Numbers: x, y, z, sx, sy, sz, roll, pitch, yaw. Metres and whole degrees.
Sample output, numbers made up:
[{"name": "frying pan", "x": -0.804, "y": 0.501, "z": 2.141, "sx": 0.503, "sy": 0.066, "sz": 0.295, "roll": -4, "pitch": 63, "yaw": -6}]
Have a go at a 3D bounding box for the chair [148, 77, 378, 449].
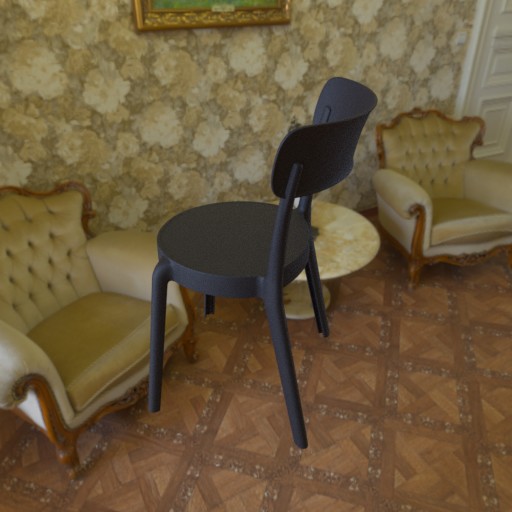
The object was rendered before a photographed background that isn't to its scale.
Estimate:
[{"name": "chair", "x": 0.000, "y": 0.000, "z": 1.119, "sx": 0.491, "sy": 0.790, "sz": 0.506, "roll": 8, "pitch": 32, "yaw": 13}]
